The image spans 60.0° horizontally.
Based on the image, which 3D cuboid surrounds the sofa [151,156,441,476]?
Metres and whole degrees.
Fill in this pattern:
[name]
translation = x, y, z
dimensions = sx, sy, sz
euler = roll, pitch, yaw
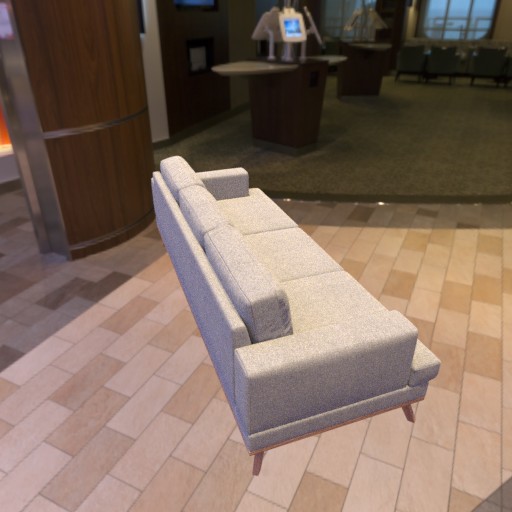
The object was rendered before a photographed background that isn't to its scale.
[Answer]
[sofa]
translation = 0.000, 0.000, 2.746
dimensions = 0.920, 0.810, 2.310
euler = -10, 31, -18
